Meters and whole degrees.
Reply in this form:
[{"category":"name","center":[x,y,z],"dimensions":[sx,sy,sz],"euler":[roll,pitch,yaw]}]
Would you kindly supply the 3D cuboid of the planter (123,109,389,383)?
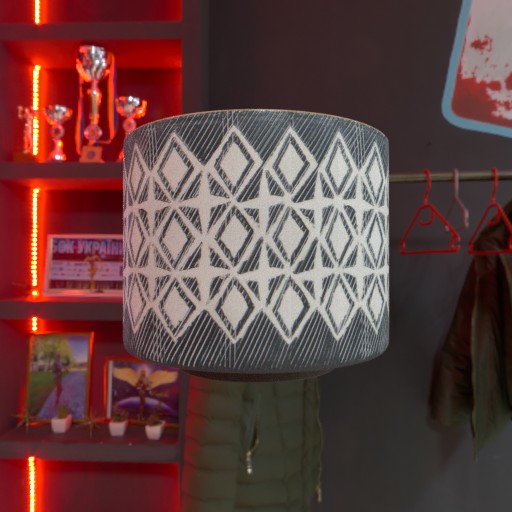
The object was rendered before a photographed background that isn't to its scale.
[{"category":"planter","center":[0.000,0.000,0.220],"dimensions":[0.126,0.104,0.126],"euler":[0,0,0]}]
